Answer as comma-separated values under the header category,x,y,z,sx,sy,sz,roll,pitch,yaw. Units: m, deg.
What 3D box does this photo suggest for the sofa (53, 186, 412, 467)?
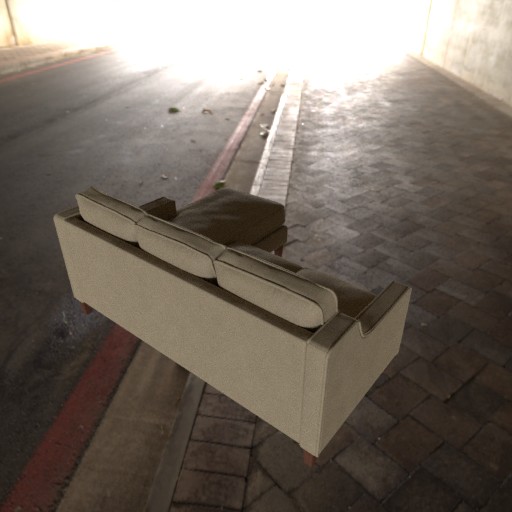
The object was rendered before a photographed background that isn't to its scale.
category,x,y,z,sx,sy,sz,roll,pitch,yaw
sofa,0.000,0.000,3.364,2.317,1.066,1.858,22,37,33
